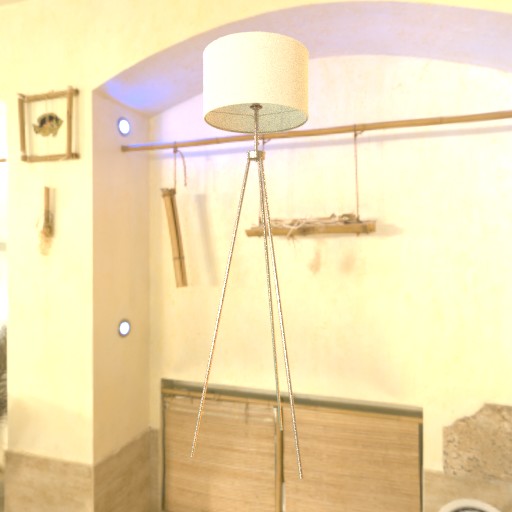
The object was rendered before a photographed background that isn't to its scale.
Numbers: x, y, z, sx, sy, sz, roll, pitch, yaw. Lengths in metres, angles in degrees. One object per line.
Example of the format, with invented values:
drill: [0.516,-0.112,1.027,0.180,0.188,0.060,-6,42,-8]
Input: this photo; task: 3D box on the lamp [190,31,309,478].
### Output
lamp: [0.000,0.000,1.756,0.448,1.545,0.458,0,1,18]
